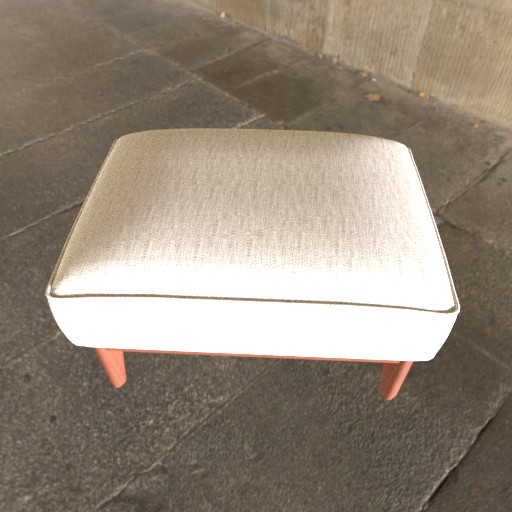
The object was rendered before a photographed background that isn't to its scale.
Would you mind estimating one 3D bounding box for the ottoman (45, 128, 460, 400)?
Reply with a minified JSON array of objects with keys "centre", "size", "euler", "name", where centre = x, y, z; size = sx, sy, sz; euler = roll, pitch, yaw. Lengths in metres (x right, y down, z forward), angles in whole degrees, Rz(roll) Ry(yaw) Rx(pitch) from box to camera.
[{"centre":[0.000,0.000,1.131],"size":[0.794,0.465,0.594],"euler":[2,47,2],"name":"ottoman"}]
